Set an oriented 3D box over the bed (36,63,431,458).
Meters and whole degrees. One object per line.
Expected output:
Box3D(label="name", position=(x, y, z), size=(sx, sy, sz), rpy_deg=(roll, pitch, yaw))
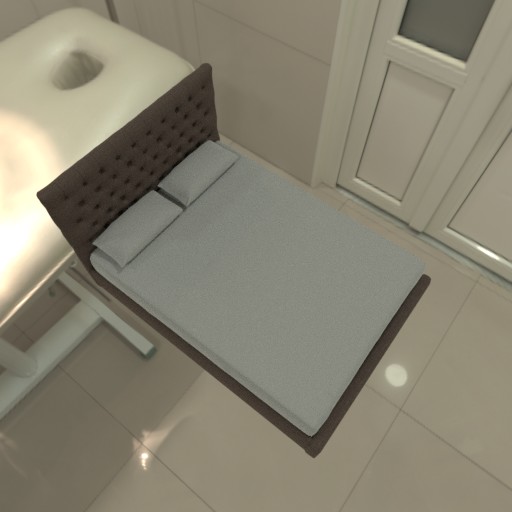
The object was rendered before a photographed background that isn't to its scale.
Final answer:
Box3D(label="bed", position=(0.000, 0.000, 3.445), size=(2.387, 1.427, 1.698), rpy_deg=(34, 66, 18))
